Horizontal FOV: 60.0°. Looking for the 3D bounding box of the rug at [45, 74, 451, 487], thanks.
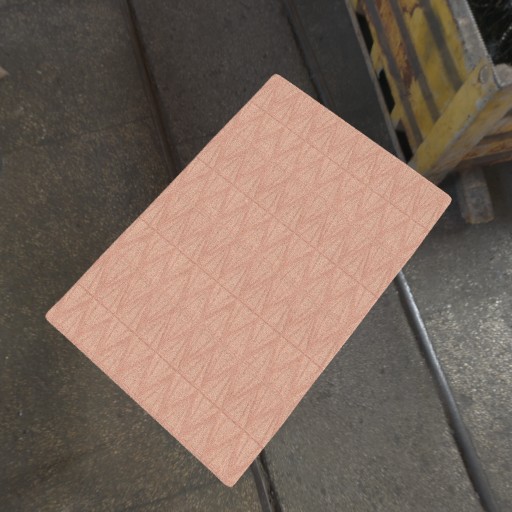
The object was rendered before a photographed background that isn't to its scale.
[{"bbox_3d":[0.000,0.000,2.980,1.609,0.015,2.390,39,79,9],"label":"rug"}]
